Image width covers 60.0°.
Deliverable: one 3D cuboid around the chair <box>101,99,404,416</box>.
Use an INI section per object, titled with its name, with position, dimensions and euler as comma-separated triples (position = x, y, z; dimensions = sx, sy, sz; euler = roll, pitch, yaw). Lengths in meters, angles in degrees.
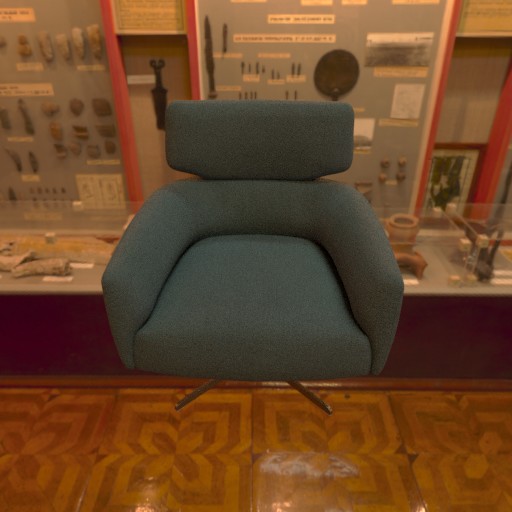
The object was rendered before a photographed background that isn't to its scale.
[chair]
position = 0.000, 0.000, 1.380
dimensions = 0.738, 0.813, 0.761
euler = 1, 30, 2
